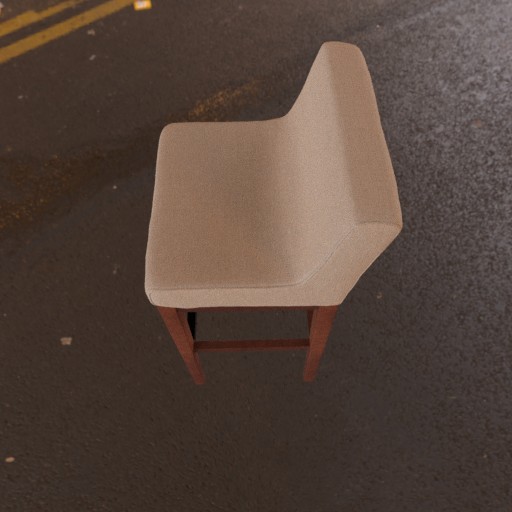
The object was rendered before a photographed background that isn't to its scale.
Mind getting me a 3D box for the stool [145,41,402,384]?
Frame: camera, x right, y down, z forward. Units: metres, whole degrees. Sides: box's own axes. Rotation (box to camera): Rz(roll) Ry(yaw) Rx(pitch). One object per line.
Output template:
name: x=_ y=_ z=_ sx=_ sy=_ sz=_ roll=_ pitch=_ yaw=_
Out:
stool: x=0.000 y=0.000 z=1.293 sx=0.500 sy=1.037 sz=0.511 roll=-1 pitch=59 yaw=-1
